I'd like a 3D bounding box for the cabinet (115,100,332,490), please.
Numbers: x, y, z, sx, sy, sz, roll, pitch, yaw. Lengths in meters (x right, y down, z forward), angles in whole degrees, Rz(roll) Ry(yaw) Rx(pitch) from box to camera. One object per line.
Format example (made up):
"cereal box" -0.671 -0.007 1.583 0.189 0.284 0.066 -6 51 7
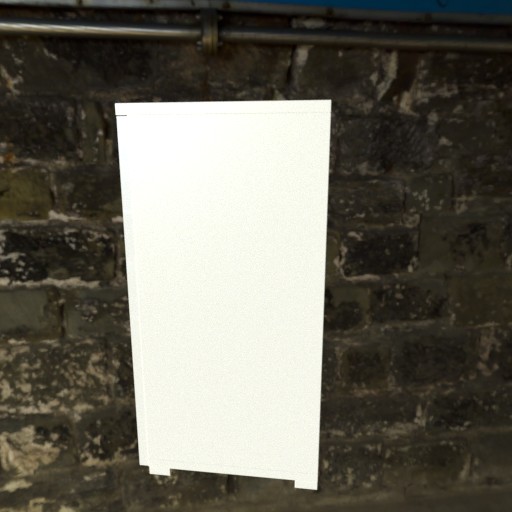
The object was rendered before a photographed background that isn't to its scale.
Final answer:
"cabinet" 0.000 0.000 1.375 0.400 0.800 1.000 2 13 7
